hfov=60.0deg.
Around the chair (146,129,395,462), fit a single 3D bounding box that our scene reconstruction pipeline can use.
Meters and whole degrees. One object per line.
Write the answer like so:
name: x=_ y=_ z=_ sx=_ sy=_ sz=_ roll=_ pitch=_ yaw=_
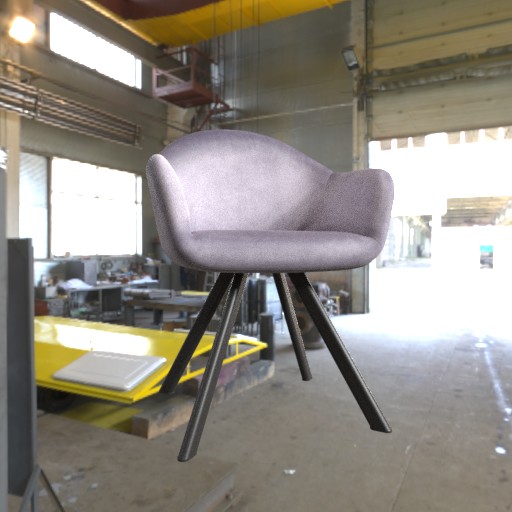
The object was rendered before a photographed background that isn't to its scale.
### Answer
chair: x=0.000 y=0.000 z=1.168 sx=0.570 sy=0.780 sz=0.540 roll=0 pitch=1 yaw=-17
